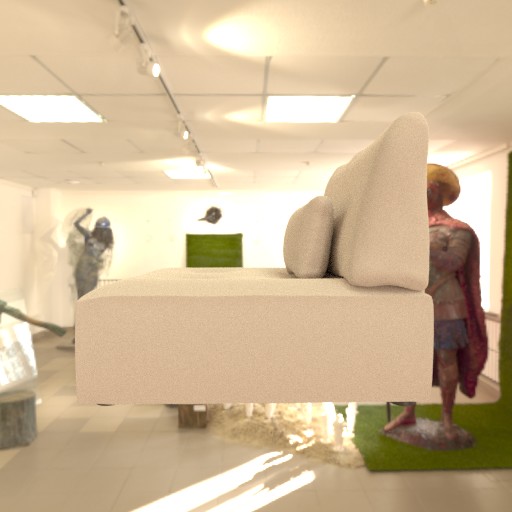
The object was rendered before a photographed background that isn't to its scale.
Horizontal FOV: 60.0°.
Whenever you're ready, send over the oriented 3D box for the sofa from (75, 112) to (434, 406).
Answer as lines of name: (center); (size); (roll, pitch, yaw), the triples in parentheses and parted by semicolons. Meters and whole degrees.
sofa: (0.000, 0.000, 1.665); (1.000, 0.828, 0.935); (0, 1, -1)
